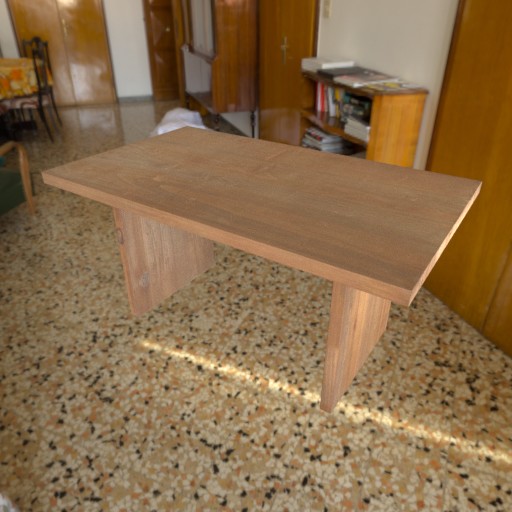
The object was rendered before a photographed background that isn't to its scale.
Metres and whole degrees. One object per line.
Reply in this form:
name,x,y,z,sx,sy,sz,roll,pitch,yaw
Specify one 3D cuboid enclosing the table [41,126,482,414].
table,0.000,0.000,2.071,1.609,0.780,0.946,19,35,29
